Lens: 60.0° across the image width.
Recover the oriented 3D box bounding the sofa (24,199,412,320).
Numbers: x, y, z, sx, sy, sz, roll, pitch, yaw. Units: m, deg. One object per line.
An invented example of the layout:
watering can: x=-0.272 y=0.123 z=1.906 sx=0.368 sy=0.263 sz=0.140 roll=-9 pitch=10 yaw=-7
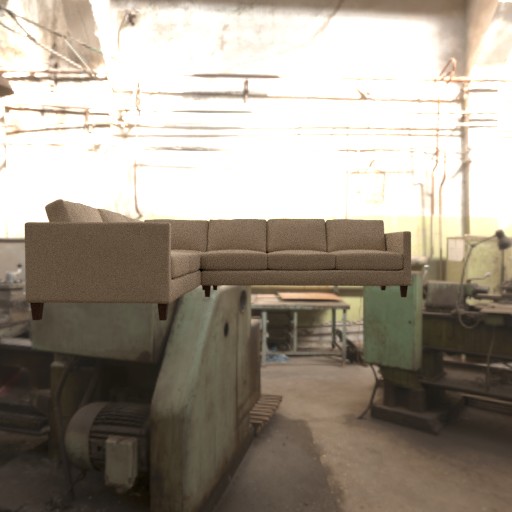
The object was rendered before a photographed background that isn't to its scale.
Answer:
sofa: x=0.000 y=0.000 z=4.242 sx=3.182 sy=0.863 sz=2.432 roll=0 pitch=1 yaw=1
